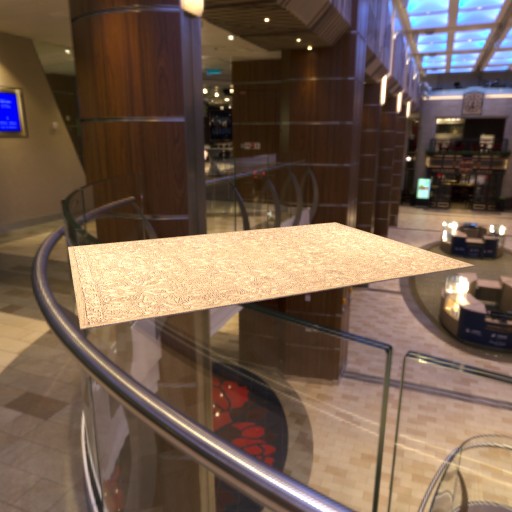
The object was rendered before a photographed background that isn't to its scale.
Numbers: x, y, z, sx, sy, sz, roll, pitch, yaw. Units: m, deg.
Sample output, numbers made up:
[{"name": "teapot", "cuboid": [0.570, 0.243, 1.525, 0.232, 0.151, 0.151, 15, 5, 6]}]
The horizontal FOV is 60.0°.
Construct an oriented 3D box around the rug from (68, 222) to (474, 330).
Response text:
[{"name": "rug", "cuboid": [0.000, 0.000, 2.375, 1.827, 0.006, 1.221, -7, 17, -23]}]
